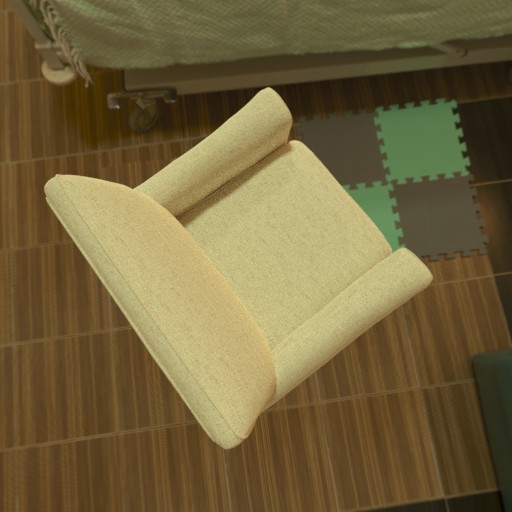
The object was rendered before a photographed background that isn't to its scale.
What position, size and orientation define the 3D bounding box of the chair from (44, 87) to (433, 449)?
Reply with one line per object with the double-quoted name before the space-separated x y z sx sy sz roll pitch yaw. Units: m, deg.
"chair" 0.000 0.000 1.575 0.823 0.943 0.870 -36 80 -8
